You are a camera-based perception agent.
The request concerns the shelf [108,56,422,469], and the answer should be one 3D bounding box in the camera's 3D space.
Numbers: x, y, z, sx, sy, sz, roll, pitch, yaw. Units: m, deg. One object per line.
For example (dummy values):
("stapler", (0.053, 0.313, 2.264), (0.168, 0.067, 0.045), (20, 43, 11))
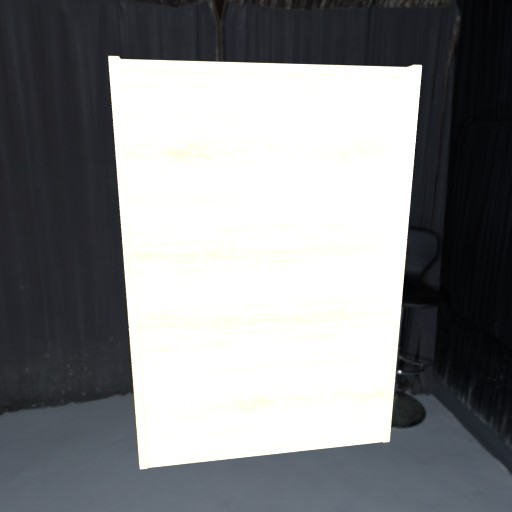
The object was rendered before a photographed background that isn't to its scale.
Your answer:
("shelf", (0.000, 0.000, 0.782), (0.414, 0.592, 0.290), (-2, 15, -9))
